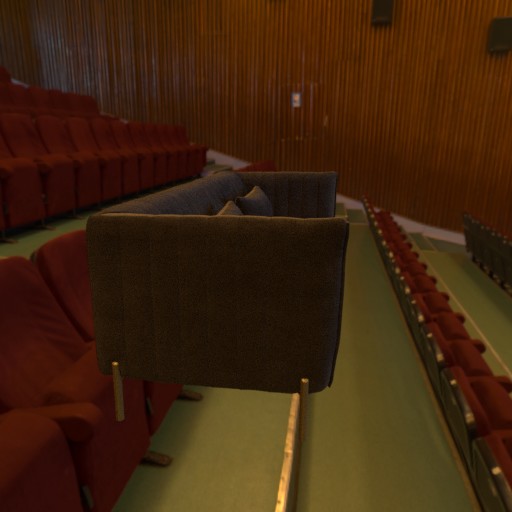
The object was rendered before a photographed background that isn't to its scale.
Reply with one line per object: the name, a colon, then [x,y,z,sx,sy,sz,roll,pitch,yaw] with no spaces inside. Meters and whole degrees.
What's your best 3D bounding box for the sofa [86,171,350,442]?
sofa: [0.000,0.000,2.398,0.876,0.780,1.980,2,15,9]
